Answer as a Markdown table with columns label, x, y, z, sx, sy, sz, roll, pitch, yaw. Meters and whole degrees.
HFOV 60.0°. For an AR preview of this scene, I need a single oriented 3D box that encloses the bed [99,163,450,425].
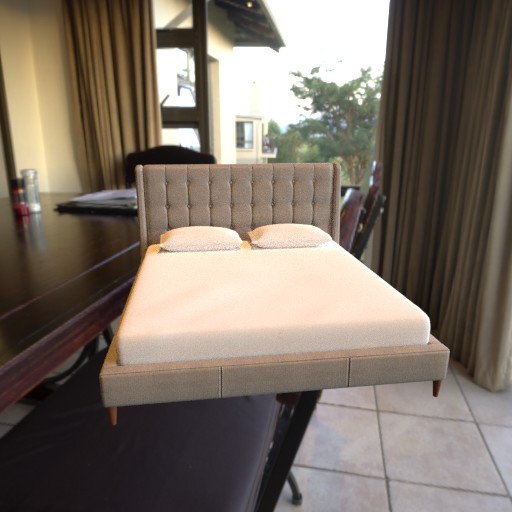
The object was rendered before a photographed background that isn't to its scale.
| label | x | y | z | sx | sy | sz | roll | pitch | yaw |
| --- | --- | --- | --- | --- | --- | --- | --- | --- | --- |
| bed | 0.000 | 0.000 | 3.571 | 2.062 | 1.289 | 2.342 | -2 | 16 | -8 |
